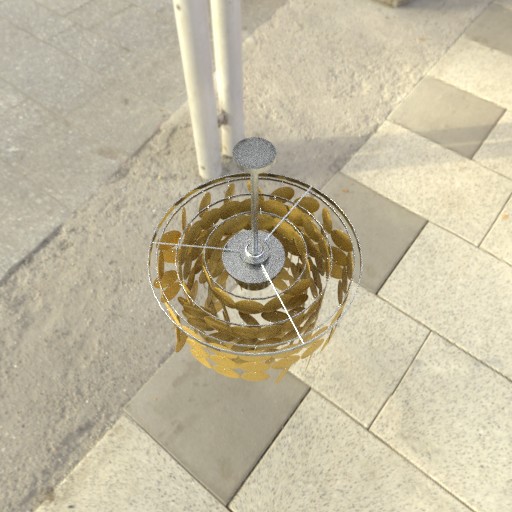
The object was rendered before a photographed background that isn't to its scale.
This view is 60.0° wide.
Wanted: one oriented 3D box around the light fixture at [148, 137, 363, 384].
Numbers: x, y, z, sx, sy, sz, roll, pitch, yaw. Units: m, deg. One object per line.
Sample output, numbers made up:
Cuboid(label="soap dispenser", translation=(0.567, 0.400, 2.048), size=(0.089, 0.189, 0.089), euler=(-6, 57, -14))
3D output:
Cuboid(label="light fixture", translation=(0.000, 0.000, 0.753), size=(0.368, 0.492, 0.368), euler=(0, 58, 0))
